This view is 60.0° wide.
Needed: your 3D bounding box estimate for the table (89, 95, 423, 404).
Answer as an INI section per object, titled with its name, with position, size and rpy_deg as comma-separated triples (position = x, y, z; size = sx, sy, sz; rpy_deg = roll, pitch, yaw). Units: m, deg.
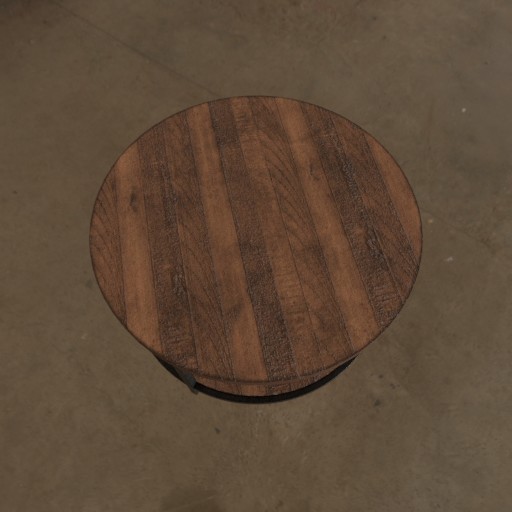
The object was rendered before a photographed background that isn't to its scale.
[table]
position = 0.000, 0.000, 1.334
size = 0.837, 0.462, 0.837
rpy_deg = 0, 63, 0
